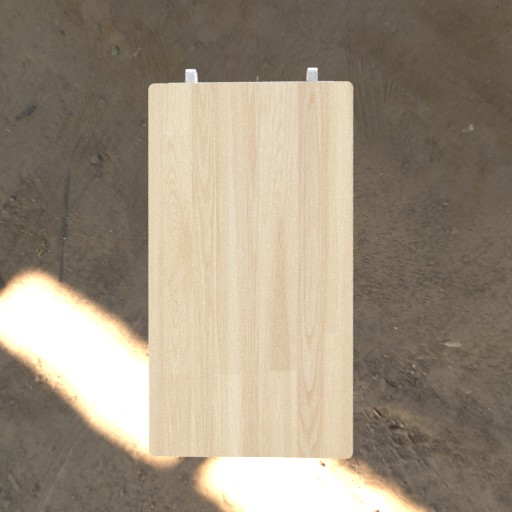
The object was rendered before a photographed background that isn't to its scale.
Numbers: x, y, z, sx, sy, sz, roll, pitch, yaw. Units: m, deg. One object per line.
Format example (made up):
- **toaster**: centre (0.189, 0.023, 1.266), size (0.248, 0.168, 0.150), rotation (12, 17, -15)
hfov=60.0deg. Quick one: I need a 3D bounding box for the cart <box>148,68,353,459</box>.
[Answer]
- **cart**: centre (0.000, 0.000, 1.451), size (0.457, 0.927, 0.899), rotation (0, 90, 2)
